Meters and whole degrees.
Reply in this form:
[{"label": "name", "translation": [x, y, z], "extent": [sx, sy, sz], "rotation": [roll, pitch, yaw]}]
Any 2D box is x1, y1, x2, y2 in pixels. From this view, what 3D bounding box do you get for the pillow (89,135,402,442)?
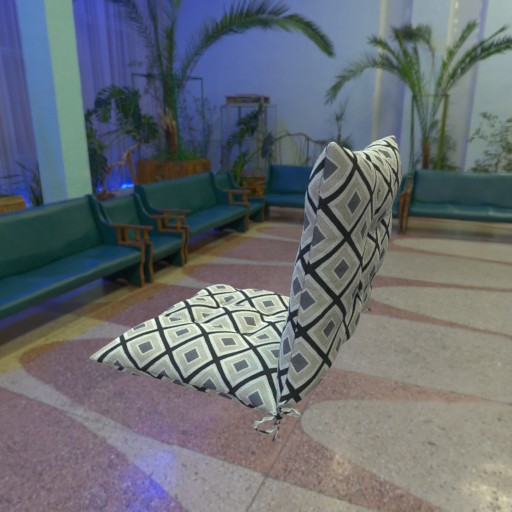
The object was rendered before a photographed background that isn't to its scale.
[{"label": "pillow", "translation": [0.000, 0.000, 1.021], "extent": [0.585, 0.536, 0.541], "rotation": [8, 19, 25]}]
